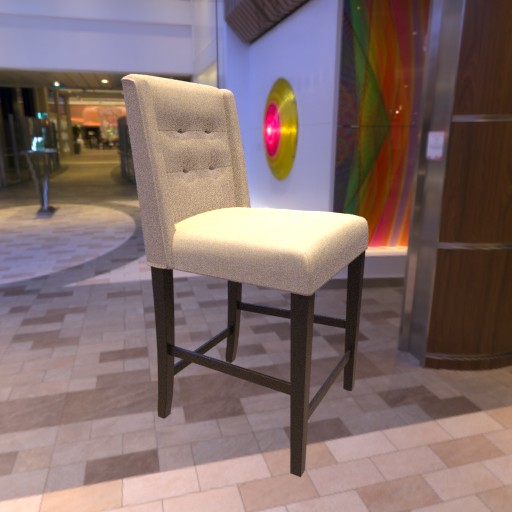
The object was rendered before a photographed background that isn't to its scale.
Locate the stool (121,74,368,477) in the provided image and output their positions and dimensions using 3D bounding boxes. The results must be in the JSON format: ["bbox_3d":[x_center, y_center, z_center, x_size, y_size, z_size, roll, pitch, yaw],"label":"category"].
[{"bbox_3d":[0.000,0.000,1.238,0.509,0.939,0.474,8,17,27],"label":"stool"}]
